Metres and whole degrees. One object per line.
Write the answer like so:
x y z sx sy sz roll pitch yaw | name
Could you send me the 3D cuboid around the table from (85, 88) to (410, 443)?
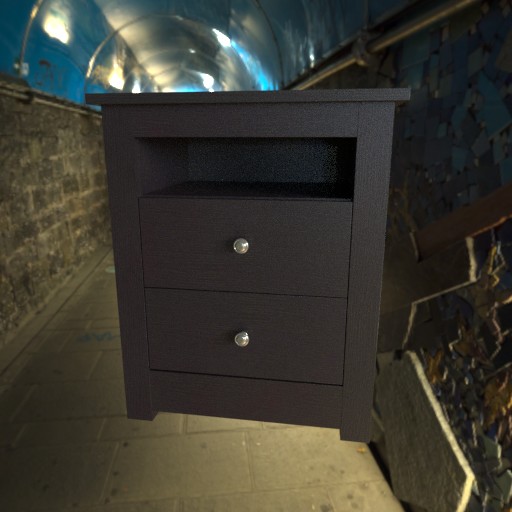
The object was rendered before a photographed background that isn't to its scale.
0.000 0.000 1.069 0.589 0.711 0.408 2 15 9 | table
